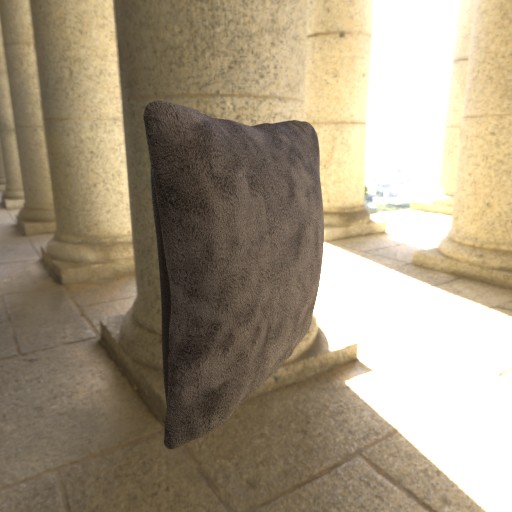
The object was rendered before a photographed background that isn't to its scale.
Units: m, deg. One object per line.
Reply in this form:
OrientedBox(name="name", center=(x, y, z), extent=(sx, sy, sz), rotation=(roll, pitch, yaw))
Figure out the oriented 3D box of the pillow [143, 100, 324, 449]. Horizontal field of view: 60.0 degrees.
OrientedBox(name="pillow", center=(0.000, 0.000, 0.830), extent=(0.204, 0.520, 0.522), rotation=(8, 17, 27))
